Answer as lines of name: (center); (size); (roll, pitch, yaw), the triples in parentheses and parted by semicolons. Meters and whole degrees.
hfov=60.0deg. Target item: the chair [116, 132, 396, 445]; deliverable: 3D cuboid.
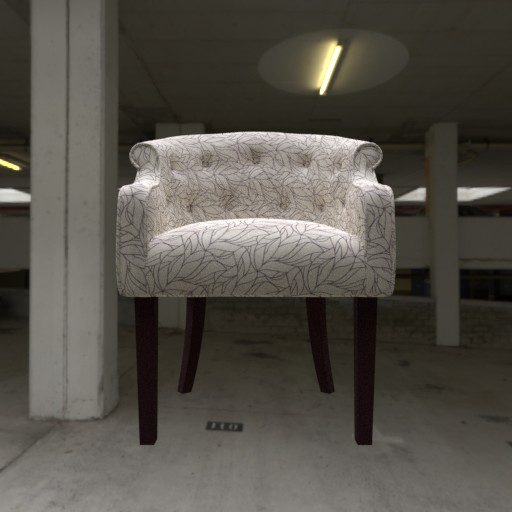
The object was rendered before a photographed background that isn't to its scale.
chair: (0.000, 0.000, 1.263); (0.686, 0.858, 0.613); (0, -1, 0)
